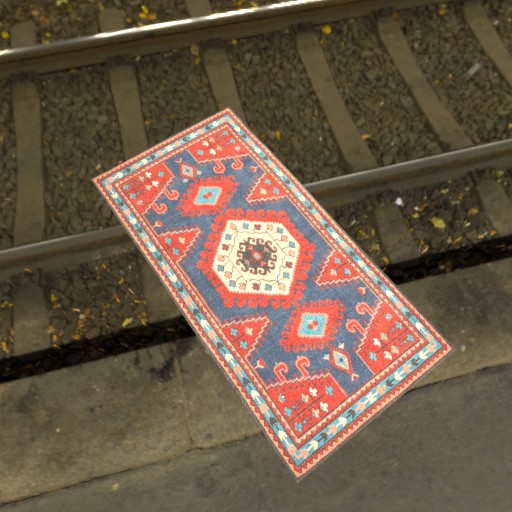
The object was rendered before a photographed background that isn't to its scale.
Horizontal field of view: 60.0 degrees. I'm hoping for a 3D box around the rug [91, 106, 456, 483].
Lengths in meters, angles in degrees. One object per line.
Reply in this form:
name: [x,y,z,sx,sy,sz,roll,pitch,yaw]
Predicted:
rug: [0.000,0.000,3.670,1.522,0.034,3.032,-33,68,-15]
